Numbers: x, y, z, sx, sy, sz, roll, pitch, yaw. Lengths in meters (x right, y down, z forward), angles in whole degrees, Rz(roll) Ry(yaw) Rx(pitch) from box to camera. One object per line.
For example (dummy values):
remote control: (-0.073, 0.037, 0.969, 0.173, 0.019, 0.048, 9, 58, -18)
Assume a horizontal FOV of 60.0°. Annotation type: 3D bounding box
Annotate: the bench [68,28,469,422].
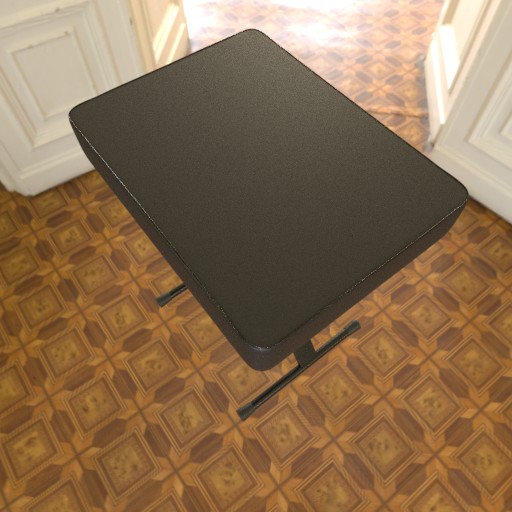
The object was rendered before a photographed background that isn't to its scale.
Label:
bench: (0.000, 0.000, 0.759, 0.321, 0.500, 0.424, -33, 64, -19)
